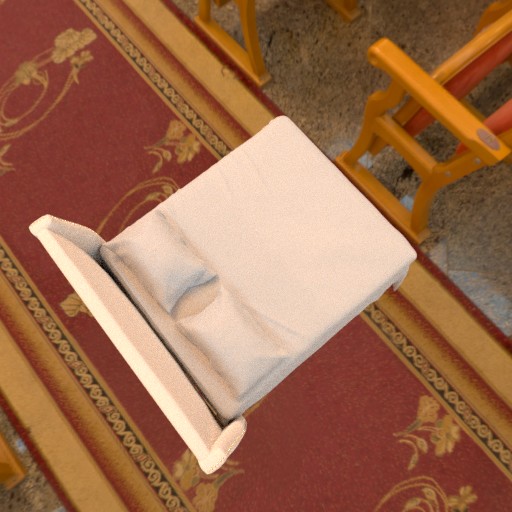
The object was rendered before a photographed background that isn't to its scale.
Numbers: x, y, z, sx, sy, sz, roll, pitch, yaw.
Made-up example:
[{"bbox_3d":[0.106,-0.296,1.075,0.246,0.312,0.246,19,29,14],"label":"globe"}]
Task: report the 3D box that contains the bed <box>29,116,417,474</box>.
[{"bbox_3d":[0.000,0.000,3.468,2.276,1.332,1.925,-38,78,-10],"label":"bed"}]
